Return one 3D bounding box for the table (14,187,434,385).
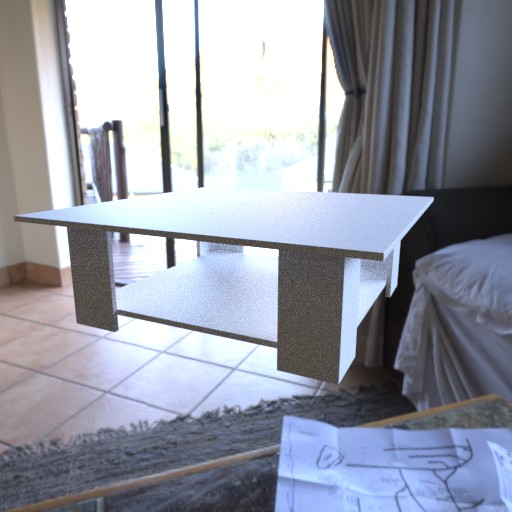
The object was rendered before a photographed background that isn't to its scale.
[{"bbox_3d":[0.000,0.000,1.323,0.890,0.305,0.890,7,15,25],"label":"table"}]
